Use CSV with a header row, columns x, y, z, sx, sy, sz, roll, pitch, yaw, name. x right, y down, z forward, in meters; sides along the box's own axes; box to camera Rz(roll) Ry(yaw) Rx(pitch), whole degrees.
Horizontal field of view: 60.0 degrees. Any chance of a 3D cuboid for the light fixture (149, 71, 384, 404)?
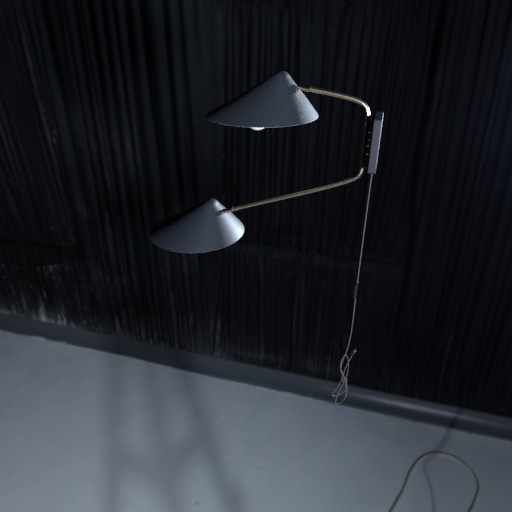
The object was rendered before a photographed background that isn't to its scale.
x,y,z,sx,sy,sz,roll,pitch,yaw,name
0.000,0.000,0.856,0.422,0.665,0.189,8,30,14,light fixture
